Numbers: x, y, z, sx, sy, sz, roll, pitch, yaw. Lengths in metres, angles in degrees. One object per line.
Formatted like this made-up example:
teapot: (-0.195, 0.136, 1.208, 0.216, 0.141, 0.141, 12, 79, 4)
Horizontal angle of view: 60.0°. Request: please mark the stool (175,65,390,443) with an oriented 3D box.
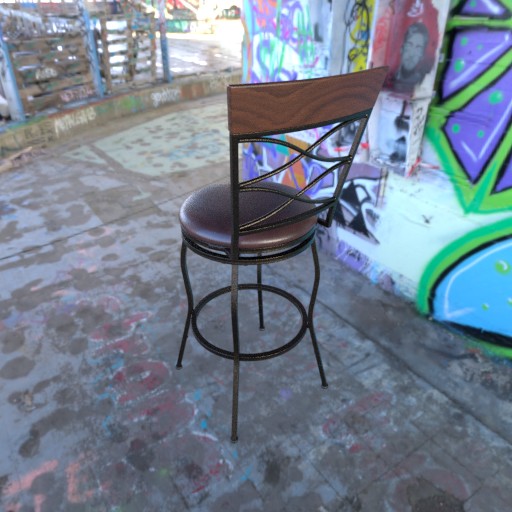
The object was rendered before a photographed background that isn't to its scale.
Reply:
stool: (0.000, 0.000, 1.397, 0.448, 1.130, 0.513, -20, 36, -30)
